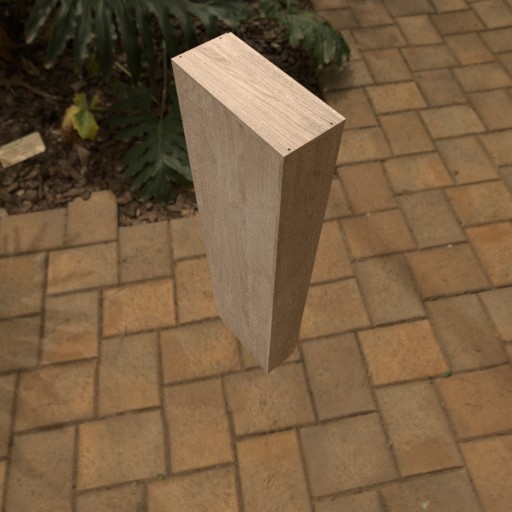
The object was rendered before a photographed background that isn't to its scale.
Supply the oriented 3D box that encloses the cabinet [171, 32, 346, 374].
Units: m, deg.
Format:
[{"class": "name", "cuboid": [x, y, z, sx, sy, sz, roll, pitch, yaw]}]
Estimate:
[{"class": "cabinet", "cuboid": [0.000, 0.000, 1.987, 0.230, 1.790, 0.500, -35, 64, -19]}]
